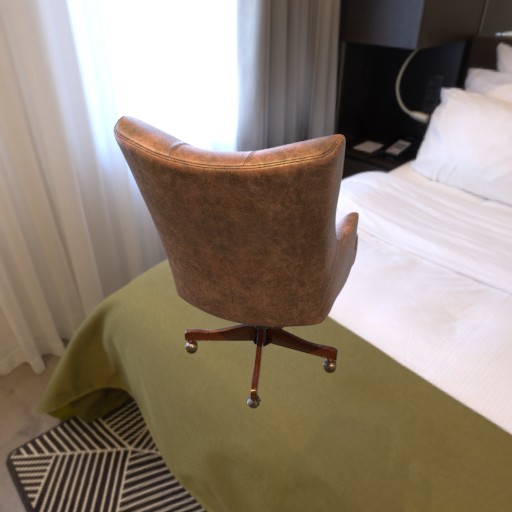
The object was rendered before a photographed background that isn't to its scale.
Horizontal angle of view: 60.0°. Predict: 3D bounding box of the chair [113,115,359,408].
[{"bbox_3d":[0.000,0.000,1.525,0.641,1.035,0.762,10,34,15],"label":"chair"}]
